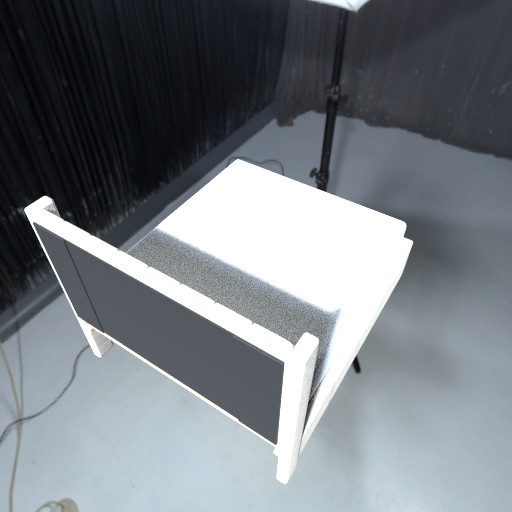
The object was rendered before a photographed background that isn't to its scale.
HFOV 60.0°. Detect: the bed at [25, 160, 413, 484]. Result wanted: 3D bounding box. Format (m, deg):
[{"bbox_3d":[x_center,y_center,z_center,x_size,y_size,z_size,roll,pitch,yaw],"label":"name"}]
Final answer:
[{"bbox_3d":[0.000,0.000,3.735,2.045,1.743,2.370,25,51,22],"label":"bed"}]
